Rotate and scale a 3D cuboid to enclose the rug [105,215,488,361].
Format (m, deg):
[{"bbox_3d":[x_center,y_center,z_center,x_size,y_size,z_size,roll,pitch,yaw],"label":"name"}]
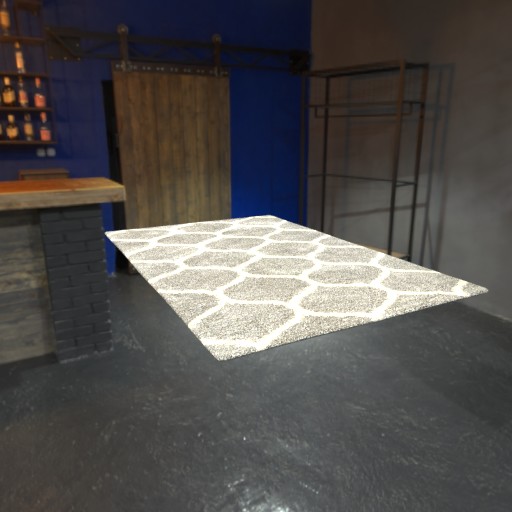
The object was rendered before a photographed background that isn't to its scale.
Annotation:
[{"bbox_3d":[0.000,0.000,3.439,1.801,0.026,2.701,-8,18,-27],"label":"rug"}]
